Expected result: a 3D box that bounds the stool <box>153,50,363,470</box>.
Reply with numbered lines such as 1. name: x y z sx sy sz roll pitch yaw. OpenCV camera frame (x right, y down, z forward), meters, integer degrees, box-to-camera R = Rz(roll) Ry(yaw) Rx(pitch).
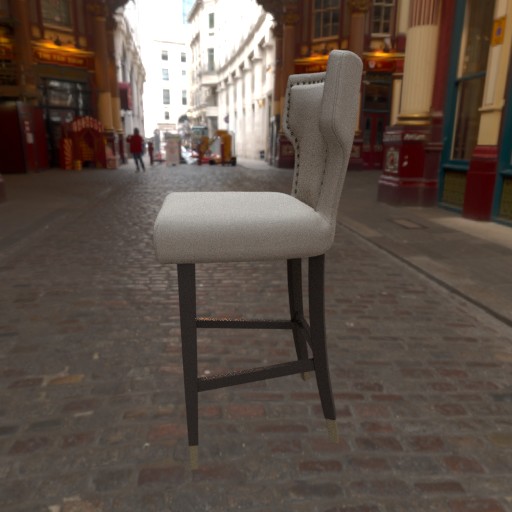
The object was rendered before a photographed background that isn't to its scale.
1. stool: 0.000 0.000 1.353 0.563 1.092 0.526 -2 15 -8
